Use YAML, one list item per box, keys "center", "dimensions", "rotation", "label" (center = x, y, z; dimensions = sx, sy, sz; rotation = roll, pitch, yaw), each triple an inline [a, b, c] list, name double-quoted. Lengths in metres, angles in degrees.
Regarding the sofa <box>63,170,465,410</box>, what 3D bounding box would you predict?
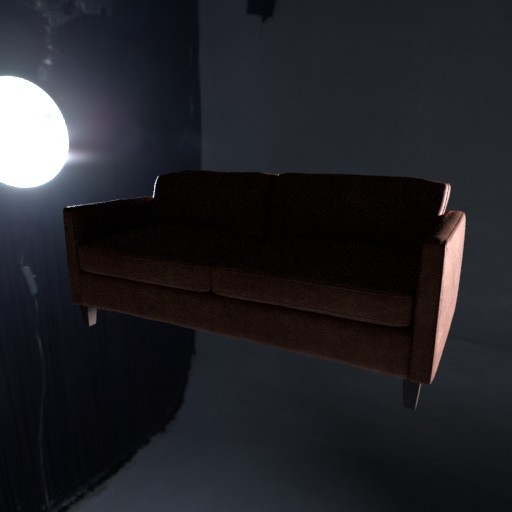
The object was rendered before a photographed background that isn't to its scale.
- center: [0.000, 0.000, 2.383]
  dimensions: [1.971, 0.863, 0.923]
  rotation: [7, 15, 27]
  label: "sofa"
